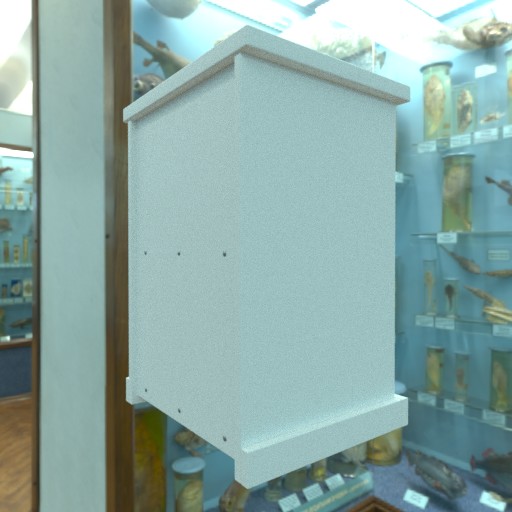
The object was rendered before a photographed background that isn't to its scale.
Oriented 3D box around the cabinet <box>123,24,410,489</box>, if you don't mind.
[{"bbox_3d":[0.000,0.000,1.021,0.431,0.723,0.520,-1,1,-37],"label":"cabinet"}]
